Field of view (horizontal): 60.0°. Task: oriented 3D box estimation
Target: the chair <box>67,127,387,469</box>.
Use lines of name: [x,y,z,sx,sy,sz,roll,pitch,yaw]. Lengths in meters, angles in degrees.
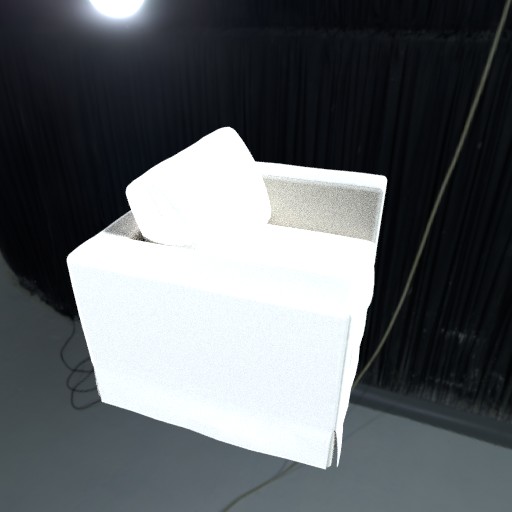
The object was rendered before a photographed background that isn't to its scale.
chair: [0.000,0.000,1.856,0.957,0.878,1.150,10,32,16]
